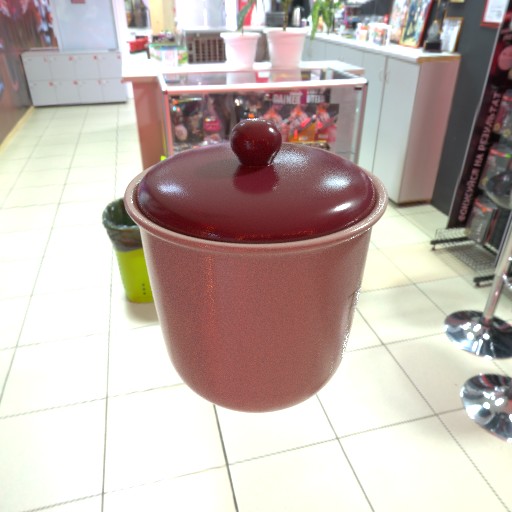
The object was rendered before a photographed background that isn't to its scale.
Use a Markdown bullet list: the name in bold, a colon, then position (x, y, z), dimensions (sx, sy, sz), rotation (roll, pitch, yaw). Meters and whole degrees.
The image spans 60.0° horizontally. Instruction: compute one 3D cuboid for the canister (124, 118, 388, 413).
- **canister**: position (0.000, 0.000, 0.344), dimensions (0.182, 0.208, 0.182), rotation (0, 31, 0)
